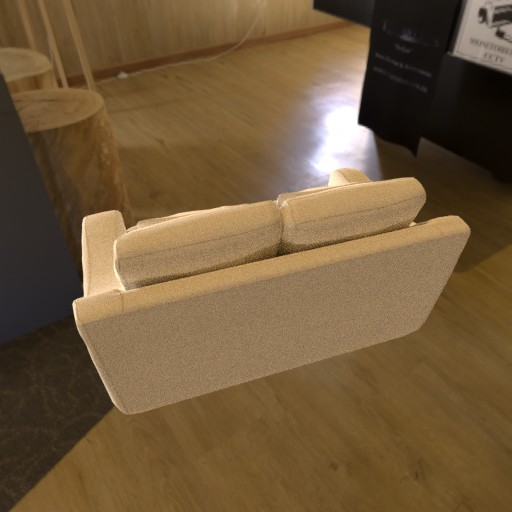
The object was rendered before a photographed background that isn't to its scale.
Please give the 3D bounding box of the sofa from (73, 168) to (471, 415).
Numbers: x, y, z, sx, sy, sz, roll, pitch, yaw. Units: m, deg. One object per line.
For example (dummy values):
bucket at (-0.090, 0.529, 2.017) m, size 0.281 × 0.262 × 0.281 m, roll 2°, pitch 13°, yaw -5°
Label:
sofa at (0.000, 0.000, 2.361) m, size 1.744 × 1.047 × 1.040 m, roll -13°, pitch 43°, yaw -14°
